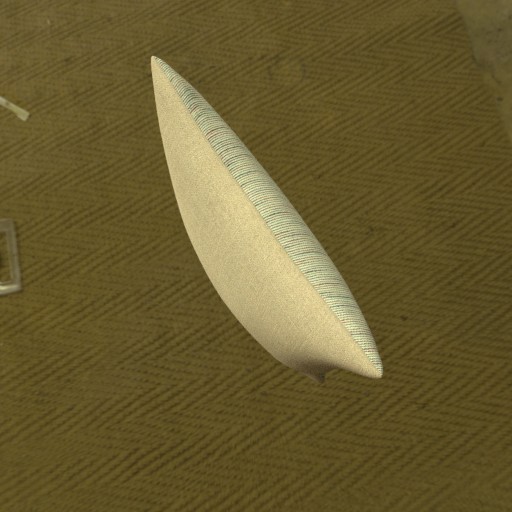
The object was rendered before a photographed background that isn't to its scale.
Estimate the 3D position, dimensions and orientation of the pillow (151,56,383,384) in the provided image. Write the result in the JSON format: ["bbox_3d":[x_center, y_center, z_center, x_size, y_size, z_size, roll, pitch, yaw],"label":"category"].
[{"bbox_3d":[0.000,0.000,0.778,0.178,0.506,0.512,-32,76,-9],"label":"pillow"}]
